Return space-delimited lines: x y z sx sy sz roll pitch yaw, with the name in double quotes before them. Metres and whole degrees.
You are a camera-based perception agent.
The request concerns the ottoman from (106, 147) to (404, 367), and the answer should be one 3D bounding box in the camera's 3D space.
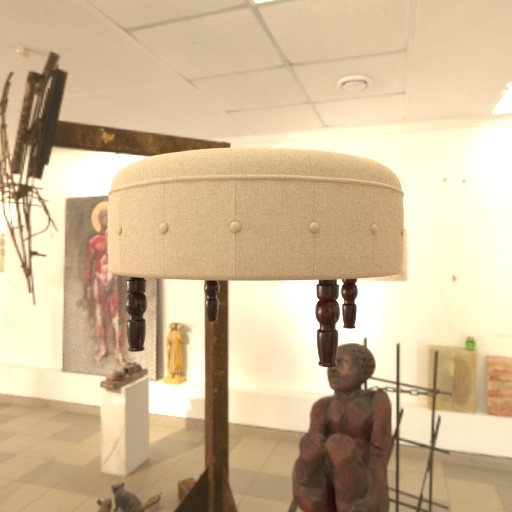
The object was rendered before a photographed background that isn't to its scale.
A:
"ottoman" 0.000 0.000 1.339 0.848 0.494 0.848 0 1 0
